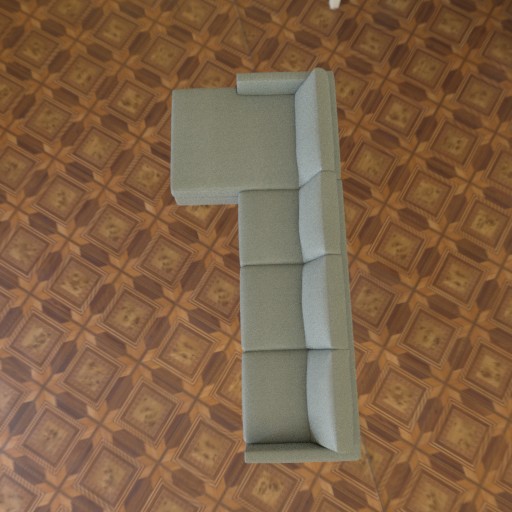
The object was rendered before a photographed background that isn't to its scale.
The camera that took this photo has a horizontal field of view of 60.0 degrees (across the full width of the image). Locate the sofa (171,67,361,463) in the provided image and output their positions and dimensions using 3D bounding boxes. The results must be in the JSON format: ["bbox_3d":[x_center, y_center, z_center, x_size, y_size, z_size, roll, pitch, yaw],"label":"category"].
[{"bbox_3d":[0.000,0.000,4.100,1.600,0.953,3.470,-2,78,0],"label":"sofa"}]
